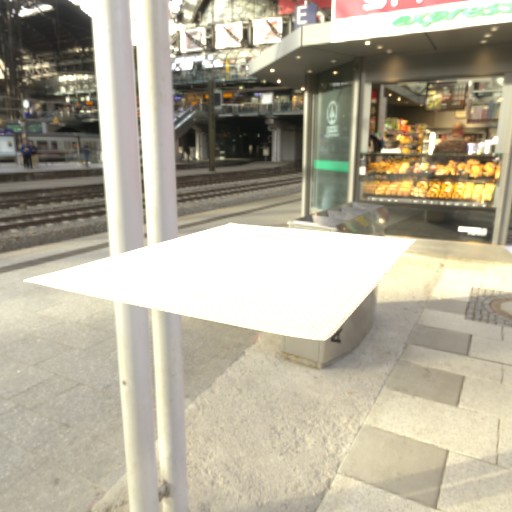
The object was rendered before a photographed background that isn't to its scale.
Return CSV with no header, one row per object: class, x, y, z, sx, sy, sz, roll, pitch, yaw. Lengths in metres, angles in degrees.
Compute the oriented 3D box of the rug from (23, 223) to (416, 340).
rug,0.000,0.000,3.910,2.277,0.035,2.897,7,15,27
